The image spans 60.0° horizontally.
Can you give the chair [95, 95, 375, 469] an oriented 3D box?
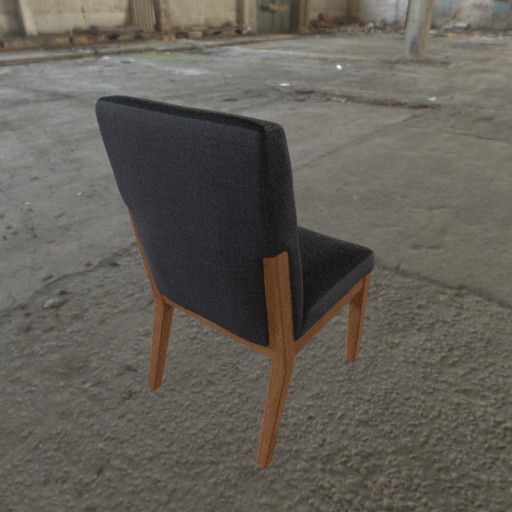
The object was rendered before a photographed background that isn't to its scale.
[{"bbox_3d":[0.000,0.000,1.271,0.507,0.911,0.586,21,36,32],"label":"chair"}]
